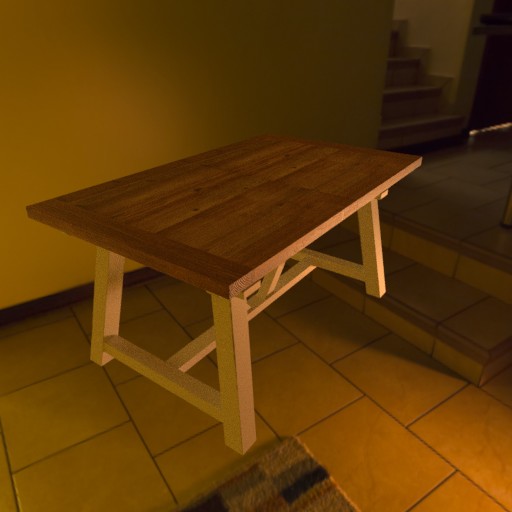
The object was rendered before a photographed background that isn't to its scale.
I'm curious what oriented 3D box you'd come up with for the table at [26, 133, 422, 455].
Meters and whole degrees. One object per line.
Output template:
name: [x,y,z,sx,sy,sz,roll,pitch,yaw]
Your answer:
table: [0.000,0.000,2.036,0.922,0.743,1.503,18,32,31]
